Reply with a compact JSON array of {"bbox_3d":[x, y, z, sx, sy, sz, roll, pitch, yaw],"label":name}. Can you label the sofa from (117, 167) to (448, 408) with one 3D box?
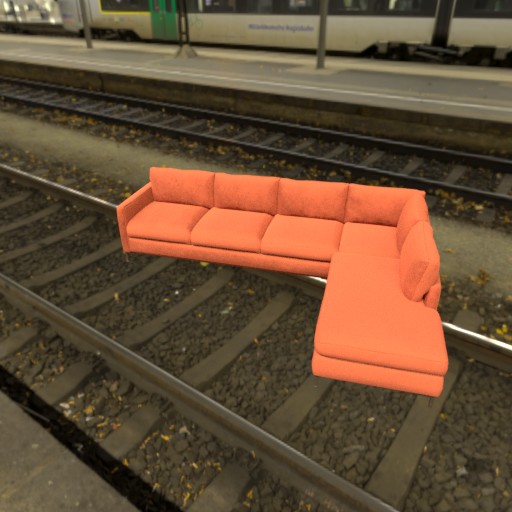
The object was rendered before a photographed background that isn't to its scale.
[{"bbox_3d":[0.000,0.000,3.562,2.736,0.757,1.879,7,31,13],"label":"sofa"}]
